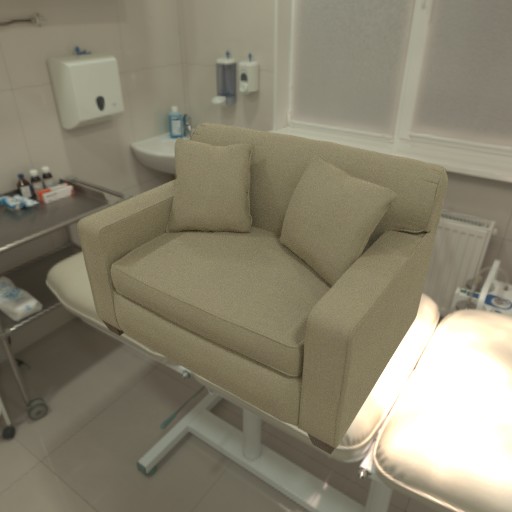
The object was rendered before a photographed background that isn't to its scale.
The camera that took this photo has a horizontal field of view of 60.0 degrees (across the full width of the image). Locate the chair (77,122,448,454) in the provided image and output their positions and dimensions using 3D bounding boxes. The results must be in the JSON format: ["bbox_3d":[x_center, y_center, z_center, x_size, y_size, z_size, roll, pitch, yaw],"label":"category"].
[{"bbox_3d":[0.000,0.000,2.102,1.383,0.948,1.000,19,36,29],"label":"chair"}]
